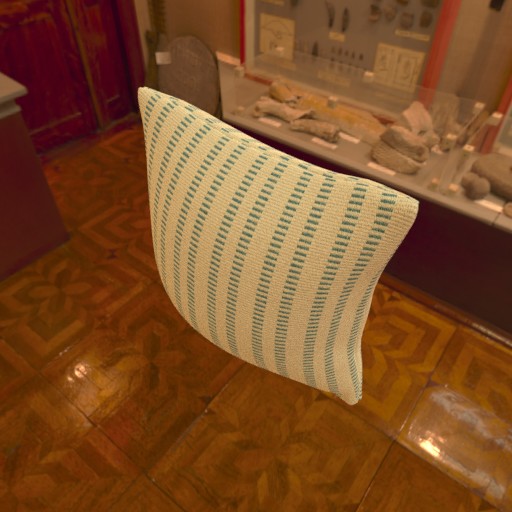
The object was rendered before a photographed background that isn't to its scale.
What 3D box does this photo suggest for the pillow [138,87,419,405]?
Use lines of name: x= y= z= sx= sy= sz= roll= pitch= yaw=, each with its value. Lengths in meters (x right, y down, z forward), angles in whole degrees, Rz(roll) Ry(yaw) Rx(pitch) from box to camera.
pillow: x=0.000 y=0.000 z=0.686 sx=0.438 sy=0.419 sz=0.247 roll=30 pitch=52 yaw=27
